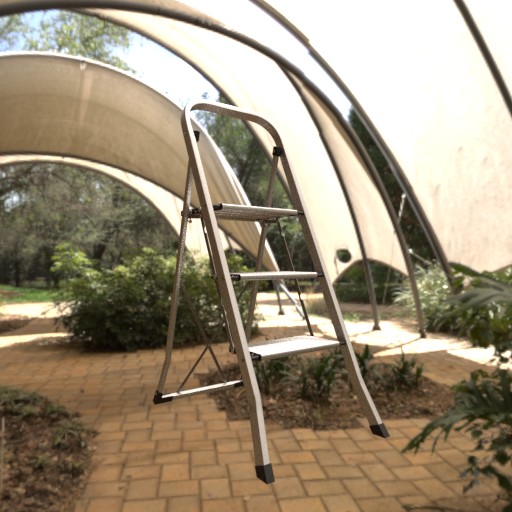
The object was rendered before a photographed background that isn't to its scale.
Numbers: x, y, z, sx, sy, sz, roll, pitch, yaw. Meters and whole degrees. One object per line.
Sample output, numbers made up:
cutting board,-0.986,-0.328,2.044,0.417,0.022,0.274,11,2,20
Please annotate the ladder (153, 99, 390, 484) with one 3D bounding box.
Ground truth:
ladder,0.000,0.000,1.455,0.465,1.070,0.704,0,0,-37
